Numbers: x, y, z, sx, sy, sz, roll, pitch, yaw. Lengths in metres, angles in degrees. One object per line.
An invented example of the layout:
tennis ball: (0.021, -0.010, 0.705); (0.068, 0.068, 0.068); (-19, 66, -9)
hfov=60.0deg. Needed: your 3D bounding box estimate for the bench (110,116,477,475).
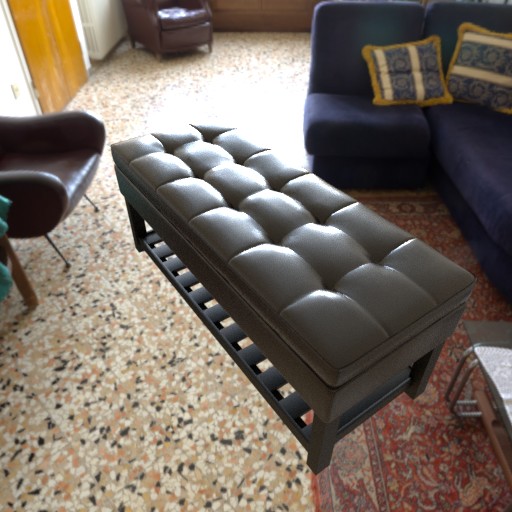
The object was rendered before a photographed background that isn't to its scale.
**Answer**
bench: (0.000, 0.000, 1.350); (0.432, 0.460, 1.105); (-24, 46, -26)
